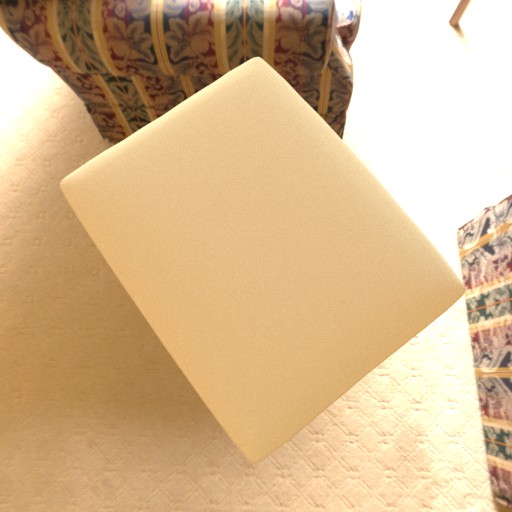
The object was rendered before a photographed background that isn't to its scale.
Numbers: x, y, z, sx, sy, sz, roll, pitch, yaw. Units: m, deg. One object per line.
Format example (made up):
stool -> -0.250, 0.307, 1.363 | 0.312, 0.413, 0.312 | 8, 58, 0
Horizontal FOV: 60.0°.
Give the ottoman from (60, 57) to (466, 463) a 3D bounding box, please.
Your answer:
ottoman -> 0.000, 0.000, 1.126 | 0.584, 0.513, 0.741 | -36, 78, -9
